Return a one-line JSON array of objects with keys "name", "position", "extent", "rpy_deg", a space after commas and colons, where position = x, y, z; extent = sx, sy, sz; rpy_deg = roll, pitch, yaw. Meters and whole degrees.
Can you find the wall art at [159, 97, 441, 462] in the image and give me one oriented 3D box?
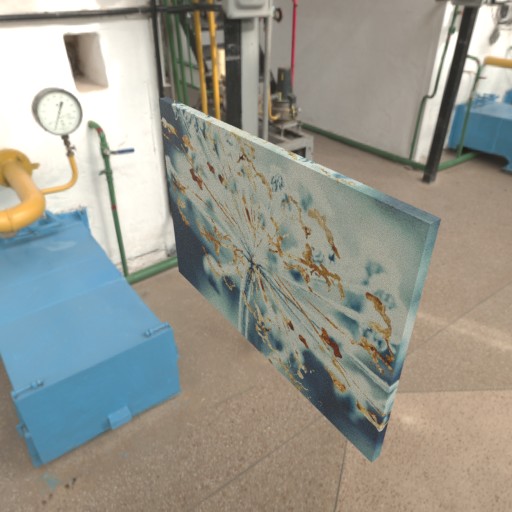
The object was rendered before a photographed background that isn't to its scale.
[{"name": "wall art", "position": [0.000, 0.000, 1.419], "extent": [0.035, 0.759, 1.138], "rpy_deg": [-22, 39, -29]}]
